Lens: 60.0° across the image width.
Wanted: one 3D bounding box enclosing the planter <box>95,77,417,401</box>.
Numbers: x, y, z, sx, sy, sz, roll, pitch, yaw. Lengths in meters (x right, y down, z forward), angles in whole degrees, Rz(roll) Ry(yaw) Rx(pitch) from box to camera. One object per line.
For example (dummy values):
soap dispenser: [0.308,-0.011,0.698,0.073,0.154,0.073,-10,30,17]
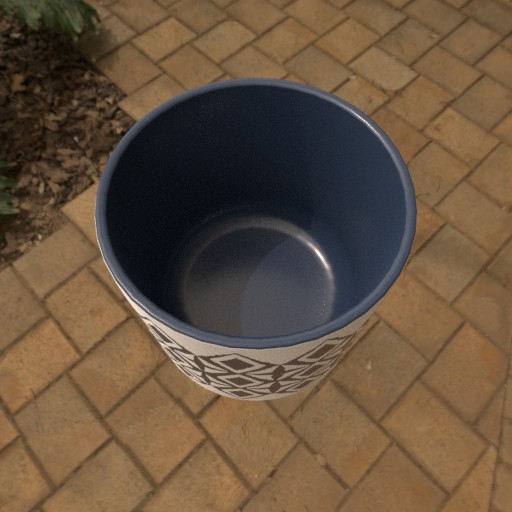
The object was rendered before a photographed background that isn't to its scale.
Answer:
planter: [0.000,0.000,0.399,0.224,0.203,0.224,0,64,0]
